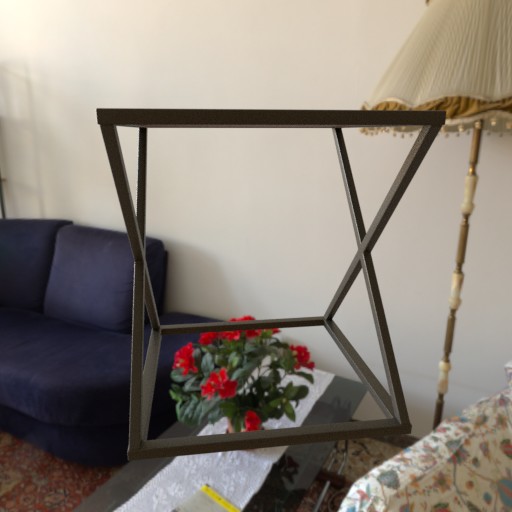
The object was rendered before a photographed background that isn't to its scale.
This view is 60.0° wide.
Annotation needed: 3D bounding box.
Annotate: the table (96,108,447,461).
[{"bbox_3d":[0.000,0.000,0.935,0.500,0.565,0.500,-2,16,-8],"label":"table"}]
